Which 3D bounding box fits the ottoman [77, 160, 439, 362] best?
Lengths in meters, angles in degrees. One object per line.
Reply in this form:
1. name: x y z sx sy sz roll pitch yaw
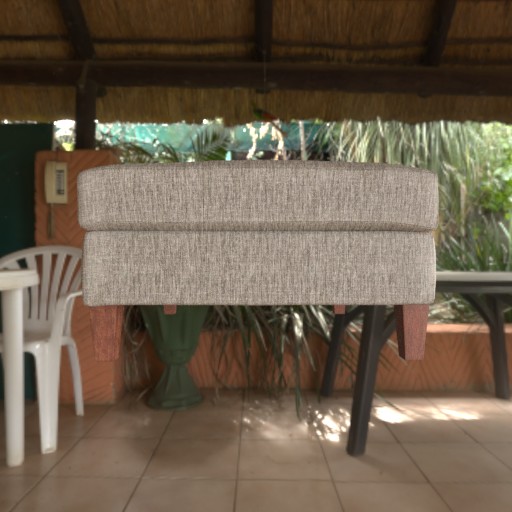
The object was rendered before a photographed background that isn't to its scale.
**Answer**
1. ottoman: 0.000 0.000 1.475 0.839 0.492 0.994 0 0 -1
